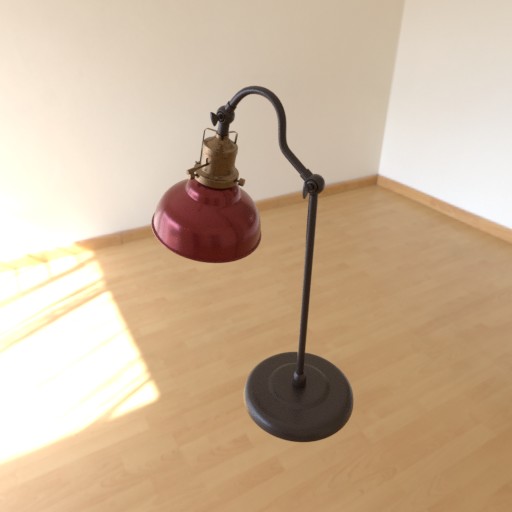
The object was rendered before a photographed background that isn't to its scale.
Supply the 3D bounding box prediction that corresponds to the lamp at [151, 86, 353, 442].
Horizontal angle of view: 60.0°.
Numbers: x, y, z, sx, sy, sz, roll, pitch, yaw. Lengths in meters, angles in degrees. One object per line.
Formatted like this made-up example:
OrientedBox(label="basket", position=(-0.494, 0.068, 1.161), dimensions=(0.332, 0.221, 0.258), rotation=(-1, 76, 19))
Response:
OrientedBox(label="lamp", position=(0.000, 0.000, 0.699), dimensions=(0.374, 0.508, 0.192), rotation=(20, 36, 30))
